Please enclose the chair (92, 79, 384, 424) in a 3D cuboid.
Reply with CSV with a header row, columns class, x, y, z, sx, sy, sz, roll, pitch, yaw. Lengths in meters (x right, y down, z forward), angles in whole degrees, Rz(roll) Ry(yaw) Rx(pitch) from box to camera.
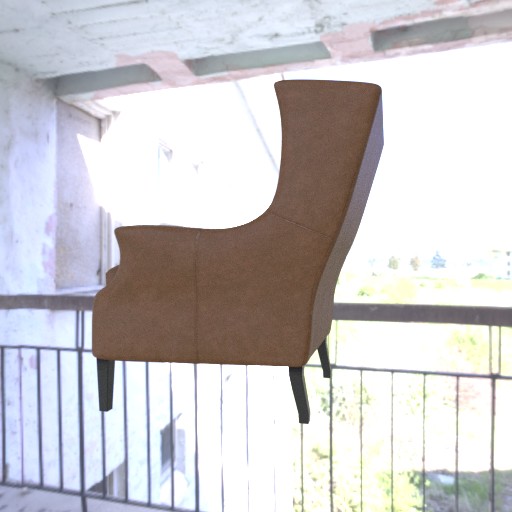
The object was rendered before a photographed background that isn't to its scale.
class,x,y,z,sx,sy,sz,roll,pitch,yaw
chair,0.000,0.000,1.673,0.925,1.016,0.852,0,0,17
